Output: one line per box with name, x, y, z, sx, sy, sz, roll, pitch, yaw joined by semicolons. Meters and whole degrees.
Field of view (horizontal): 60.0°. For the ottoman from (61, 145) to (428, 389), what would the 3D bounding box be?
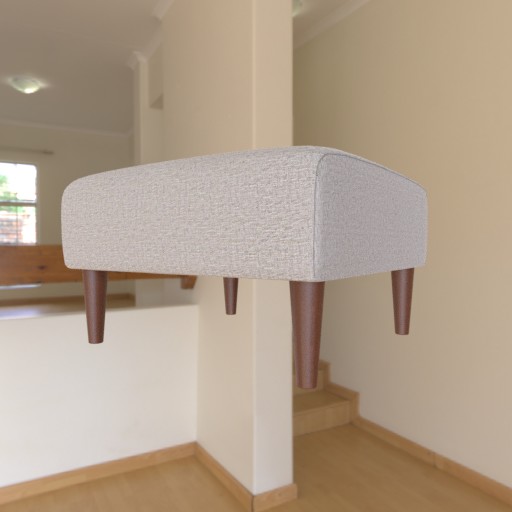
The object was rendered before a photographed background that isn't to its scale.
ottoman;0.000;0.000;1.071;0.655;0.399;0.648;1;2;35
